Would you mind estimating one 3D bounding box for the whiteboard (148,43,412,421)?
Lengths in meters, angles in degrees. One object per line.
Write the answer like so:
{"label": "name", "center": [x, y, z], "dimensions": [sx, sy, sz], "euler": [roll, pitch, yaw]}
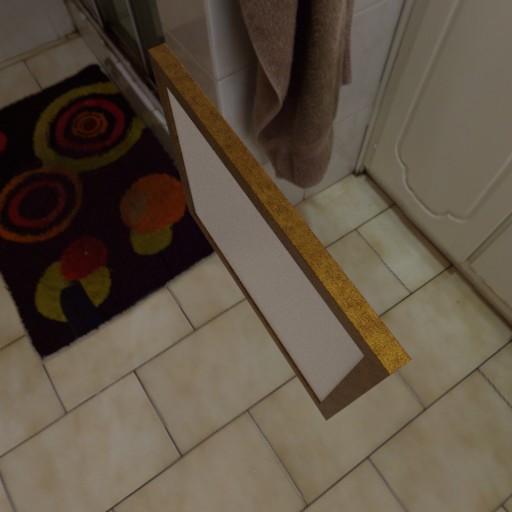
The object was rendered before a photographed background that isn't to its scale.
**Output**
{"label": "whiteboard", "center": [0.000, 0.000, 0.764], "dimensions": [0.029, 0.457, 0.561], "euler": [-29, 68, -13]}
